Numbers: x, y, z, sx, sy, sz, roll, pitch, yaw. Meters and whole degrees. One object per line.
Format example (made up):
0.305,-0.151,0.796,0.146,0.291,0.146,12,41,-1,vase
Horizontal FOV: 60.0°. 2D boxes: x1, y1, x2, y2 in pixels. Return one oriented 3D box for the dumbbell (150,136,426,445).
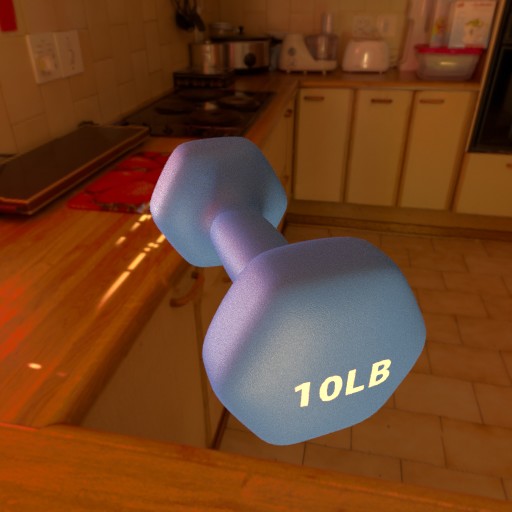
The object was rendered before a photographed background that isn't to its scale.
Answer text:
0.000,0.000,0.264,0.103,0.093,0.212,-10,32,-16,dumbbell
